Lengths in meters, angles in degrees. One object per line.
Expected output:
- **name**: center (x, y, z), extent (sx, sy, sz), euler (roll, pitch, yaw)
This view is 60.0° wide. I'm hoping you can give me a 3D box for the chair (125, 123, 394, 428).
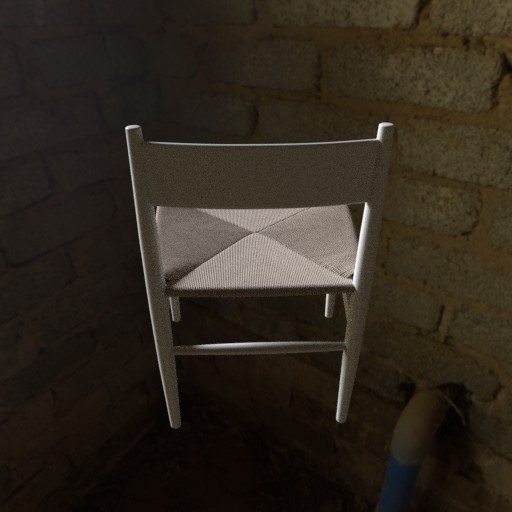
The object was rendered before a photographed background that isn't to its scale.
- **chair**: center (0.000, 0.000, 1.121), extent (0.556, 0.762, 0.495), euler (-1, 30, -2)
